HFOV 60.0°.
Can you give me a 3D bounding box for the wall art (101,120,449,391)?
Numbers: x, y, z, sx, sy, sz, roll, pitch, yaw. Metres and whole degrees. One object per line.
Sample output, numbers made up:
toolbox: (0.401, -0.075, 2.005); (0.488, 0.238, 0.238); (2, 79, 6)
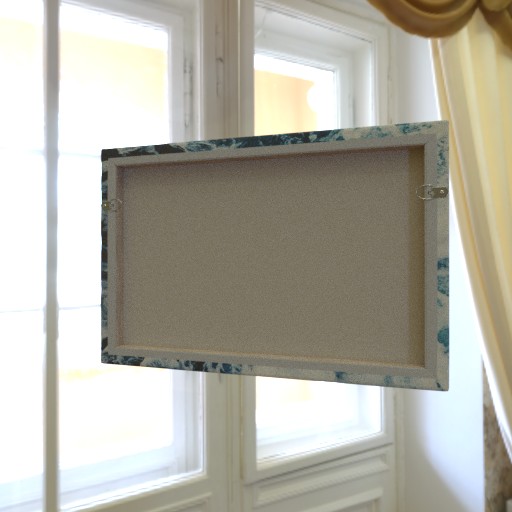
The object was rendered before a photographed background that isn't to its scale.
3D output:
wall art: (0.000, 0.000, 1.141); (0.915, 0.610, 0.042); (0, 0, 17)
